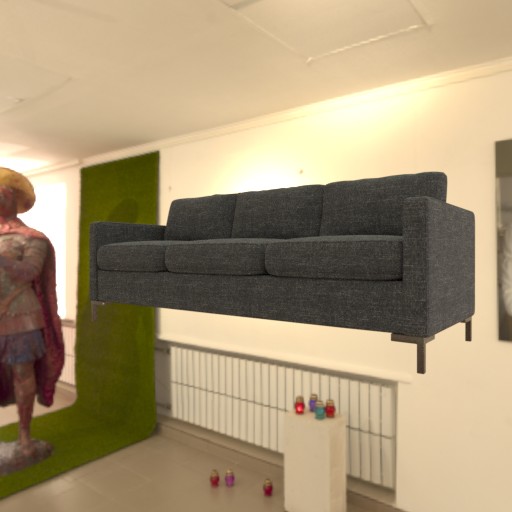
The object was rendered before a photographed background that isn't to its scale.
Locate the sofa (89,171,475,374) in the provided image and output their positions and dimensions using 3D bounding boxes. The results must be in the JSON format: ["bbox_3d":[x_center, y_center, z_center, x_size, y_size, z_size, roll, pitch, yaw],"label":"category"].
[{"bbox_3d":[0.000,0.000,2.627,2.218,0.874,0.859,0,0,37],"label":"sofa"}]
